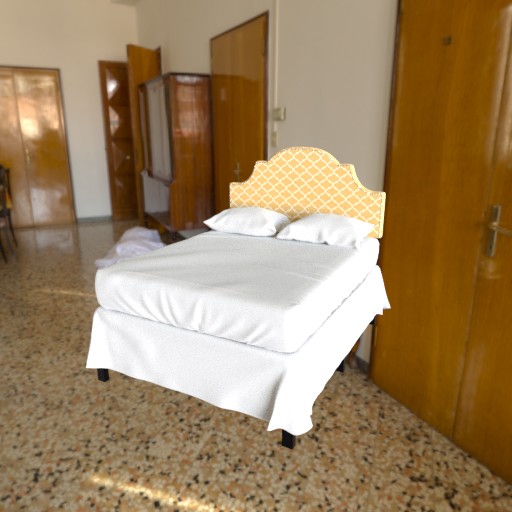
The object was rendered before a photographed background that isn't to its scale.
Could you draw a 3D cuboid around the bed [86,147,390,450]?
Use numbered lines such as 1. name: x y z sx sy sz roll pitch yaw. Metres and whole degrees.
1. bed: 0.000 0.000 3.547 1.780 1.633 2.222 8 18 27
